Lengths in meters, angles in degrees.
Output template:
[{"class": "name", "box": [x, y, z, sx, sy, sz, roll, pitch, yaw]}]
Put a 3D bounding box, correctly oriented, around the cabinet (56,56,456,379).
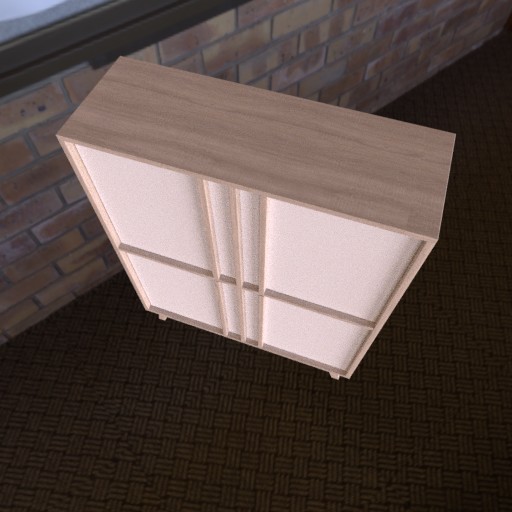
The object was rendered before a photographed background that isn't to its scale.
[{"class": "cabinet", "box": [0.000, 0.000, 1.899, 1.111, 1.388, 0.398, 17, 60, 10]}]
